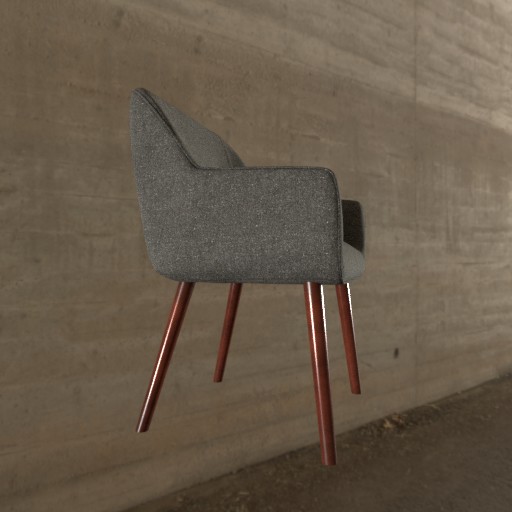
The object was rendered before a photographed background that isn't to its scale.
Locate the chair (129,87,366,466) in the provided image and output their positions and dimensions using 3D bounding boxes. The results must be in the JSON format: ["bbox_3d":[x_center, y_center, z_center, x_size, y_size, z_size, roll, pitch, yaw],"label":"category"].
[{"bbox_3d":[0.000,0.000,1.158,0.519,0.803,0.543,0,0,19],"label":"chair"}]
